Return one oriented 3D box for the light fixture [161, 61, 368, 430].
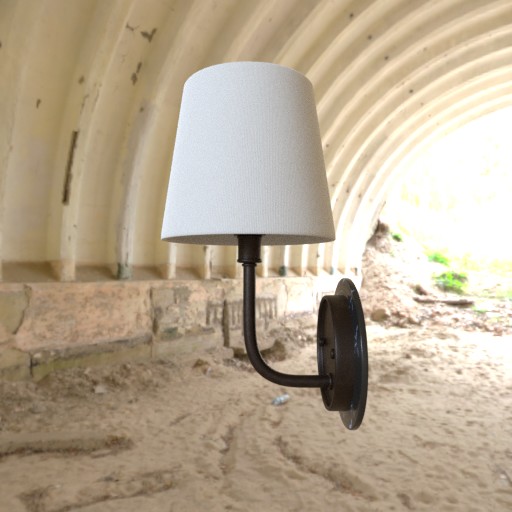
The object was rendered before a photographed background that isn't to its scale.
[{"bbox_3d":[0.000,0.000,0.445,0.188,0.337,0.168,0,-2,-1],"label":"light fixture"}]
